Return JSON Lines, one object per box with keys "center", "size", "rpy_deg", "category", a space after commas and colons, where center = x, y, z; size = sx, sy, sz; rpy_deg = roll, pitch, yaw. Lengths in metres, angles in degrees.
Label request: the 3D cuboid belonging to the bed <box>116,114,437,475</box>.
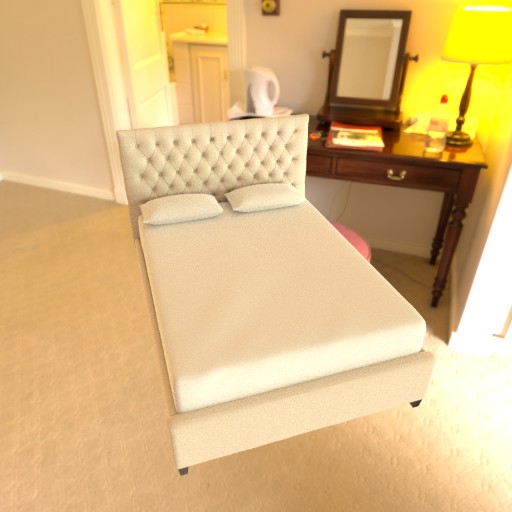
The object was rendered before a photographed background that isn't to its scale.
{"center": [0.000, 0.000, 3.294], "size": [1.696, 1.426, 2.233], "rpy_deg": [-10, 33, -15], "category": "bed"}
